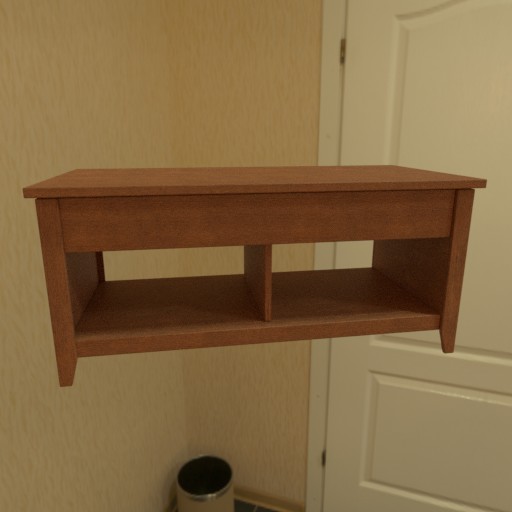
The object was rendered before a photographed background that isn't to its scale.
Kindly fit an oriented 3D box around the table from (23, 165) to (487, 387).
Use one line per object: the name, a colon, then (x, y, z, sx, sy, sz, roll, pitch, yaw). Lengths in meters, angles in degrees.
table: (0.000, 0.000, 1.245, 1.016, 0.457, 0.483, -3, 16, -9)
